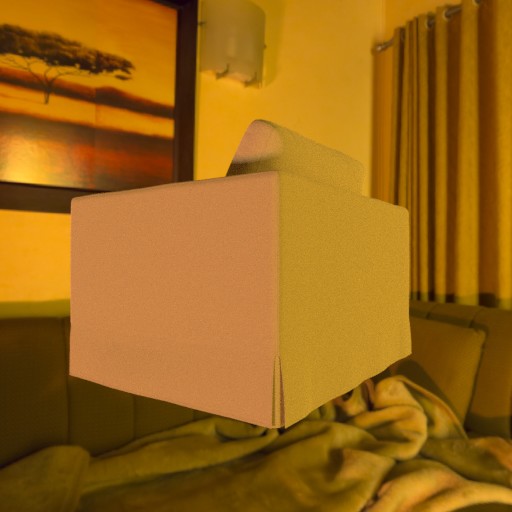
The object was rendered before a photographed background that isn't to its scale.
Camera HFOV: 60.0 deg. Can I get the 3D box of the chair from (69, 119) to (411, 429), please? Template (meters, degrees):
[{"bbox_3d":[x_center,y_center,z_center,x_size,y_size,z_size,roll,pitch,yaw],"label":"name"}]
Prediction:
[{"bbox_3d":[0.000,0.000,1.835,0.957,0.878,1.150,0,0,35],"label":"chair"}]
